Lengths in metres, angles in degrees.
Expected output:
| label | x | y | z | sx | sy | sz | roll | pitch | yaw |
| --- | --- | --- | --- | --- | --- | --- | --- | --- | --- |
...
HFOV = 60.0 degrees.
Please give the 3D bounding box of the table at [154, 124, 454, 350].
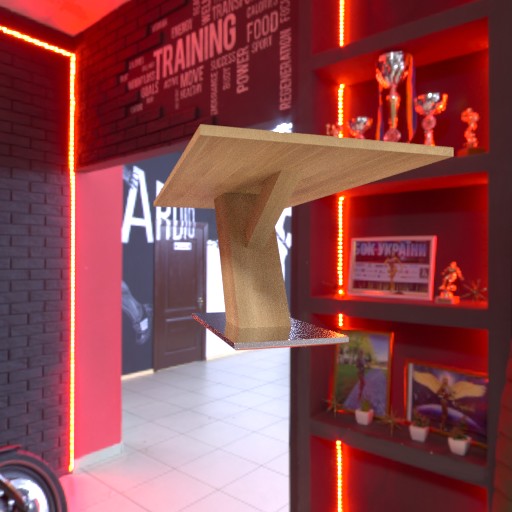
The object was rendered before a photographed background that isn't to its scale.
| label | x | y | z | sx | sy | sz | roll | pitch | yaw |
| --- | --- | --- | --- | --- | --- | --- | --- | --- | --- |
| table | 0.000 | 0.000 | 2.285 | 0.900 | 0.750 | 1.800 | 0 | -1 | -17 |
